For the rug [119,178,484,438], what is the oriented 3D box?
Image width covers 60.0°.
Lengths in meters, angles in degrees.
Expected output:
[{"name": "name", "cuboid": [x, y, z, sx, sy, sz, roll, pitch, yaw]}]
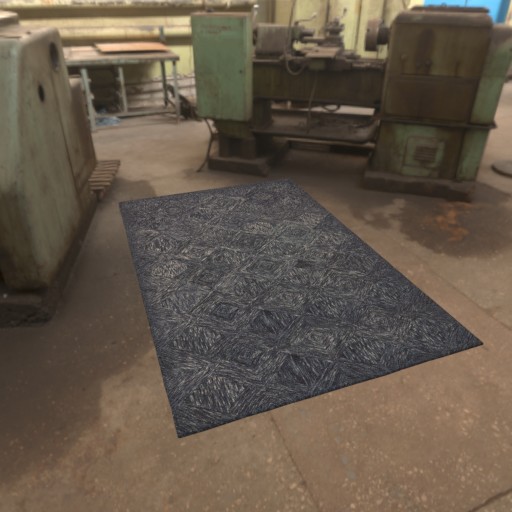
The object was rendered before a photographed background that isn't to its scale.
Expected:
[{"name": "rug", "cuboid": [0.000, 0.000, 2.159, 1.139, 0.010, 1.754, -11, 33, -17]}]
